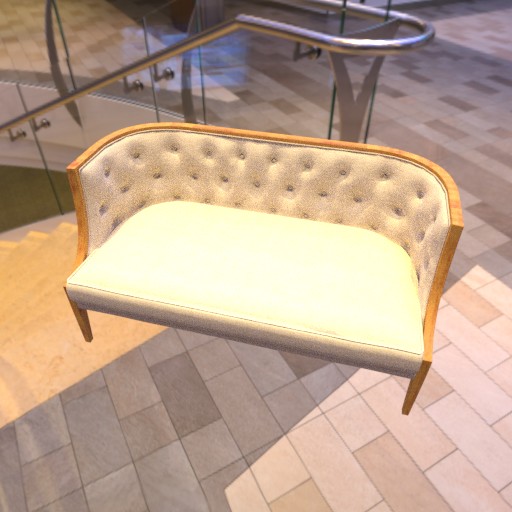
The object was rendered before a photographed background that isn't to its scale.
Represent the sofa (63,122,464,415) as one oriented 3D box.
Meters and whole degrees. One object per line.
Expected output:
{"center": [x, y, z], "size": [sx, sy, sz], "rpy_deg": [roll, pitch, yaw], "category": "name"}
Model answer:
{"center": [0.000, 0.000, 1.901], "size": [1.474, 0.775, 0.770], "rpy_deg": [10, 42, 11], "category": "sofa"}
